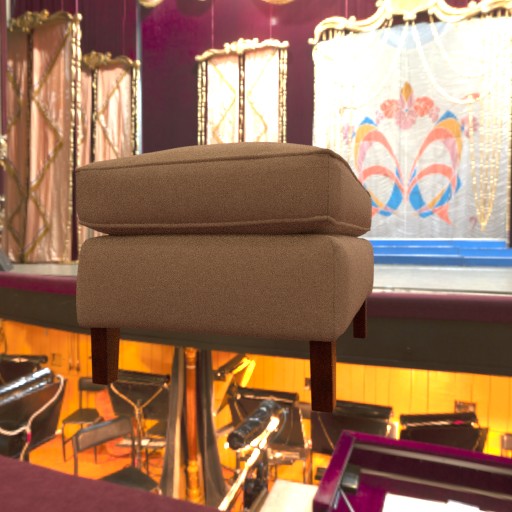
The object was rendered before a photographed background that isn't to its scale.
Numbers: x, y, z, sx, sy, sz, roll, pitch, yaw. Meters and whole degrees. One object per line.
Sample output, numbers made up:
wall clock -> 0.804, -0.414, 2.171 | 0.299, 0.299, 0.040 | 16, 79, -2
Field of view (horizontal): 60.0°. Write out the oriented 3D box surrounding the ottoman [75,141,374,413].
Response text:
ottoman -> 0.000, 0.000, 1.006 | 0.501, 0.456, 0.665 | 1, 2, 19
